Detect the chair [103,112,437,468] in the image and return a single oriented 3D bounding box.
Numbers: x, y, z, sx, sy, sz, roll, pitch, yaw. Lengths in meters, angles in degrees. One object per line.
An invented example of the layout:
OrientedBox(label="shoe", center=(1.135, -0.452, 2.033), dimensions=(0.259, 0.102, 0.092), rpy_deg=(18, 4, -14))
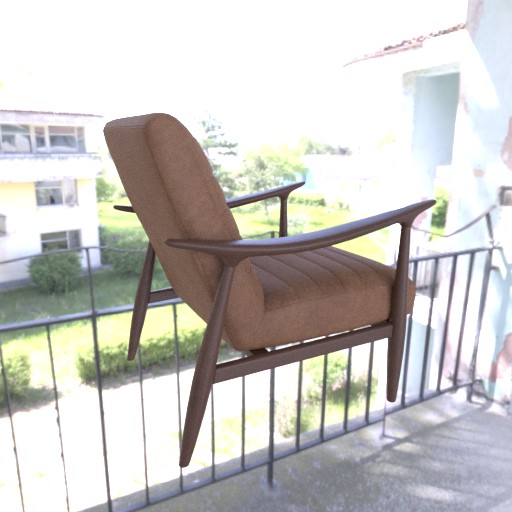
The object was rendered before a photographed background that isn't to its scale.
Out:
OrientedBox(label="chair", center=(0.000, 0.000, 1.402), dimensions=(0.798, 0.832, 0.741), rpy_deg=(-7, 16, -26))
